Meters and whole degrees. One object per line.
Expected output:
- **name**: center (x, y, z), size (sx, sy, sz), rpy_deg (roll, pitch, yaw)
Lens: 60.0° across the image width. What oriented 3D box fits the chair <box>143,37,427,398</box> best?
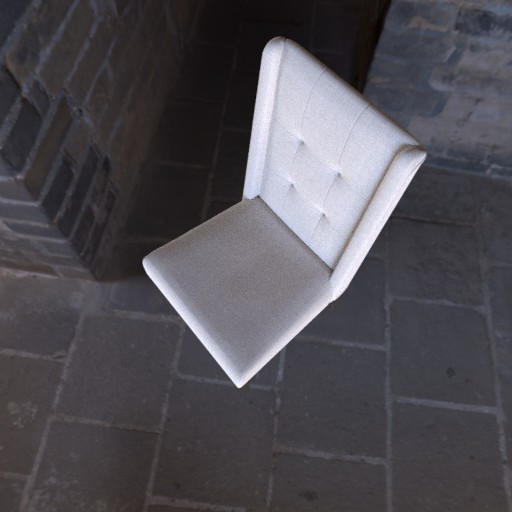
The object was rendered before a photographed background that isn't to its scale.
- **chair**: center (0.000, 0.000, 1.276), size (0.523, 0.961, 0.474), rpy_deg (-37, 70, -16)
